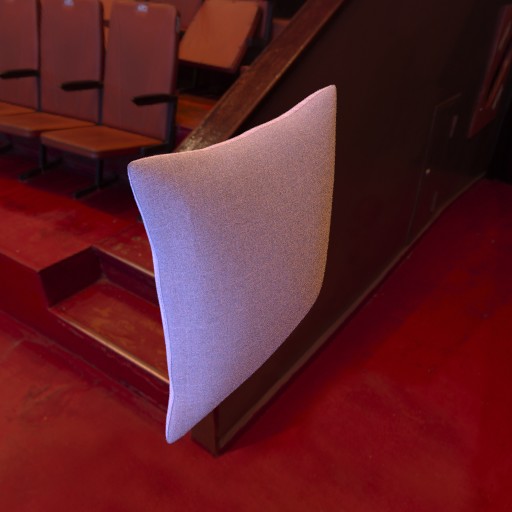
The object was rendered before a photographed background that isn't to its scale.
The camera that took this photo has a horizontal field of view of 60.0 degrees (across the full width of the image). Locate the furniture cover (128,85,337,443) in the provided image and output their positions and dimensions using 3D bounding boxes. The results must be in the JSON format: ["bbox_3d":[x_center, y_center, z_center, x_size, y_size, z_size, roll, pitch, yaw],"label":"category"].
[{"bbox_3d":[0.000,0.000,0.800,0.178,0.506,0.512,21,38,29],"label":"furniture cover"}]
